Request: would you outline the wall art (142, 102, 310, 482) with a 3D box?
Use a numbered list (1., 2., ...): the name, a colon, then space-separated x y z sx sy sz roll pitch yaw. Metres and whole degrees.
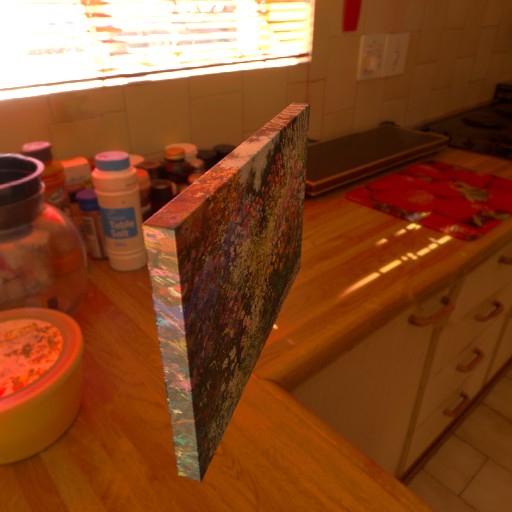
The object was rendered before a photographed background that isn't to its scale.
1. wall art: 0.000 0.000 0.787 0.037 0.406 0.610 10 32 16
